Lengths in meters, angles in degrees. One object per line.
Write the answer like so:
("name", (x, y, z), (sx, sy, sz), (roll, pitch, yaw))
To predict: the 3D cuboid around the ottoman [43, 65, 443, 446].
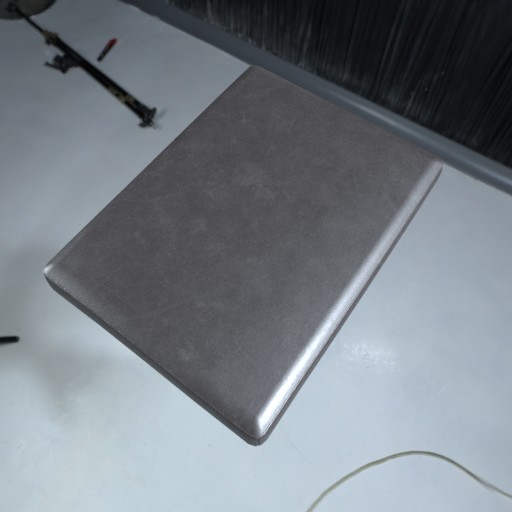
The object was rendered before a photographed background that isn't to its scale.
("ottoman", (0.000, 0.000, 1.200), (0.590, 0.498, 0.795), (33, 68, 15))
